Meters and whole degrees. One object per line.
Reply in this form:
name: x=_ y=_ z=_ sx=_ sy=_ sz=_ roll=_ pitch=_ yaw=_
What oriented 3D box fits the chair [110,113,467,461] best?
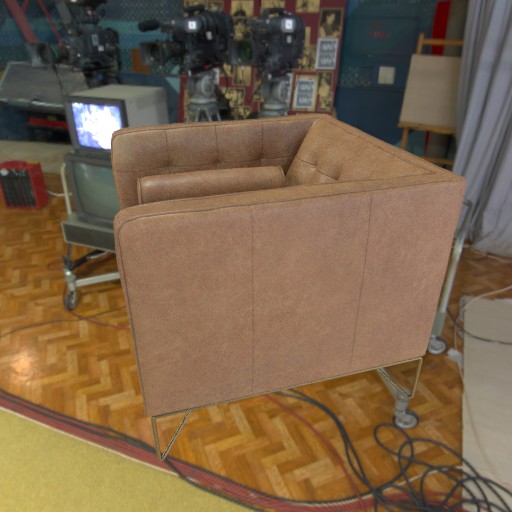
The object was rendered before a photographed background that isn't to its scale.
chair: x=0.000 y=0.000 z=1.601 sx=0.912 sy=0.797 sz=0.920 roll=-8 pitch=30 yaw=-15
